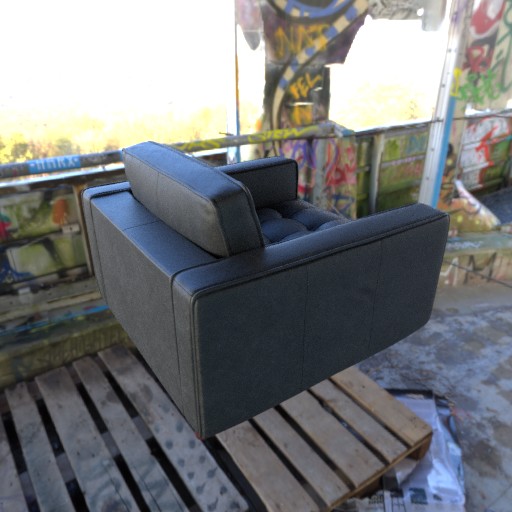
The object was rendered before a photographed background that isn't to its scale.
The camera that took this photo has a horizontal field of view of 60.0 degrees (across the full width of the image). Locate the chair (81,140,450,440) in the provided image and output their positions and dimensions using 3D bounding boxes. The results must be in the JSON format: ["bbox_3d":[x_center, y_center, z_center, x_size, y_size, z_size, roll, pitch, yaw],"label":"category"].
[{"bbox_3d":[0.000,0.000,1.548,0.914,0.763,0.889,-17,31,-30],"label":"chair"}]
